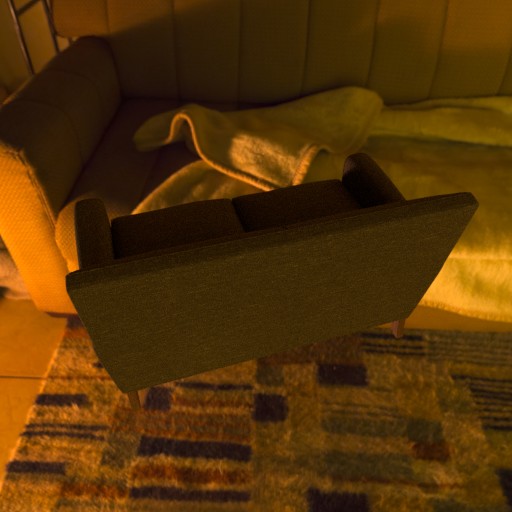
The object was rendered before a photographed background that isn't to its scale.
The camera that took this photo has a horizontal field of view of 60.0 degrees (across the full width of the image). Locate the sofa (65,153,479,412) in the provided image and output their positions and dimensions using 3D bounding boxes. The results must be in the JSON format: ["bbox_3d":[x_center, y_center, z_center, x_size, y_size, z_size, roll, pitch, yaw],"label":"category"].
[{"bbox_3d":[0.000,0.000,2.039,1.509,0.905,0.867,-12,44,-13],"label":"sofa"}]
